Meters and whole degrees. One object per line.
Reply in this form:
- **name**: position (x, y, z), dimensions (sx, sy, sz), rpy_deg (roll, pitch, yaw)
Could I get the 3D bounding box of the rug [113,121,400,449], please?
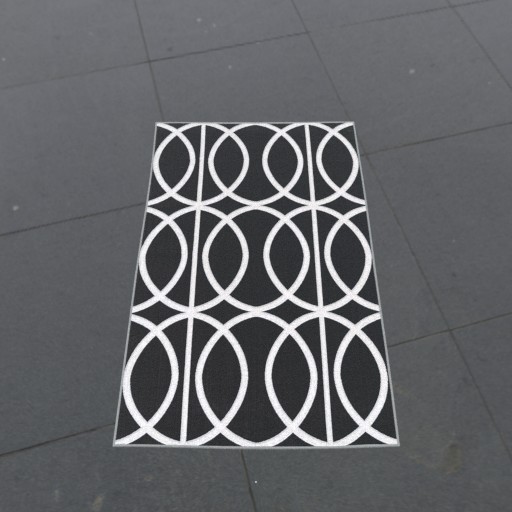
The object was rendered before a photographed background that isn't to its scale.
- **rug**: position (0.000, 0.000, 2.856), dimensions (1.526, 0.014, 2.290), rpy_deg (0, 63, 0)
